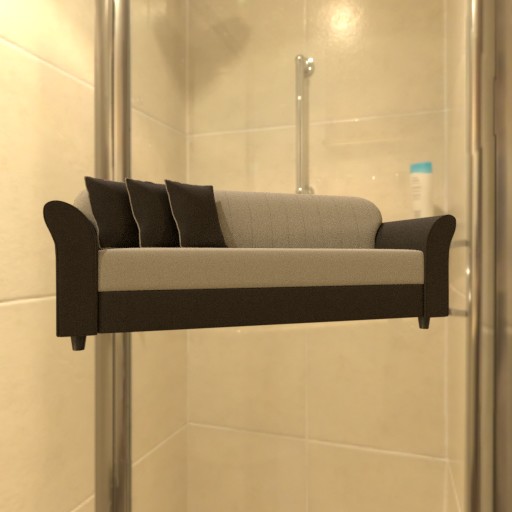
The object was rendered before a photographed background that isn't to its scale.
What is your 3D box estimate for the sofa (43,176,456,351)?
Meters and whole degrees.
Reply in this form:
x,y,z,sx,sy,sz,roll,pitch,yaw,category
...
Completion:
x,y,z,sx,sy,sz,roll,pitch,yaw,category
0.000,0.000,2.399,2.001,0.787,0.755,0,0,-18,sofa
